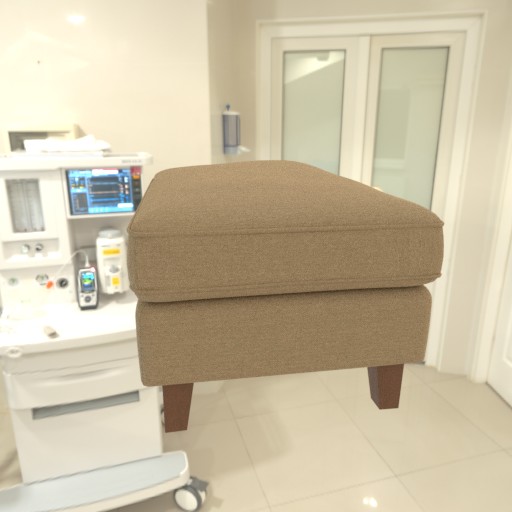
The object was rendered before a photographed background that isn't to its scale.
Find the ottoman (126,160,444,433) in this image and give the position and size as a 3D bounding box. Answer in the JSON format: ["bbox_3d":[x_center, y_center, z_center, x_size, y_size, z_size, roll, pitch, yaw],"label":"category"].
[{"bbox_3d":[0.000,0.000,1.309,0.636,0.521,0.945,-3,17,-9],"label":"ottoman"}]
